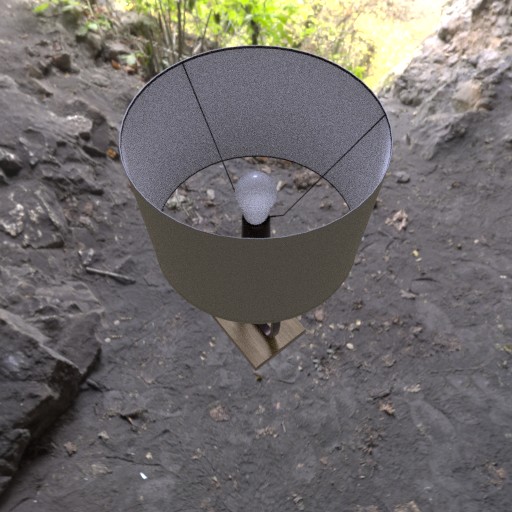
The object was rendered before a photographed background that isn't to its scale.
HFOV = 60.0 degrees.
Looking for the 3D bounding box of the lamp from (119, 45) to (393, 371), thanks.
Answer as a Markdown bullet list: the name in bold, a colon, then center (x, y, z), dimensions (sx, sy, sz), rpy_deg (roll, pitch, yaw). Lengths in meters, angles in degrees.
- **lamp**: center (0.000, 0.000, 0.672), dimensions (0.279, 0.508, 0.279), rpy_deg (-34, 64, -19)
